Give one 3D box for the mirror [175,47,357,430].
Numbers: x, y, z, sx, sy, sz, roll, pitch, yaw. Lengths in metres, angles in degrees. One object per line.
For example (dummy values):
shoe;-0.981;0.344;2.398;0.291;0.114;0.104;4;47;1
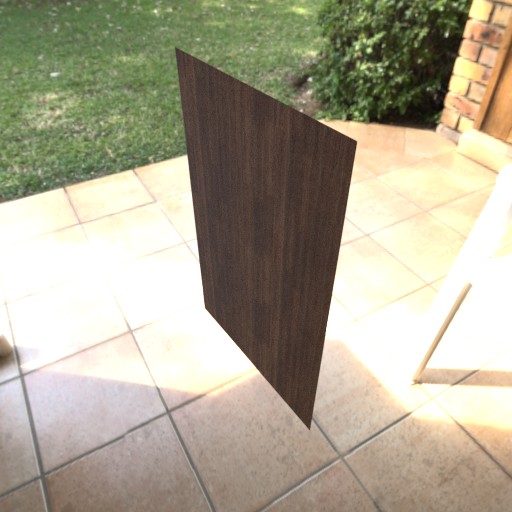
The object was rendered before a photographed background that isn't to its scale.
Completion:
mirror;0.000;0.000;1.299;0.047;1.010;0.651;-26;47;-26
